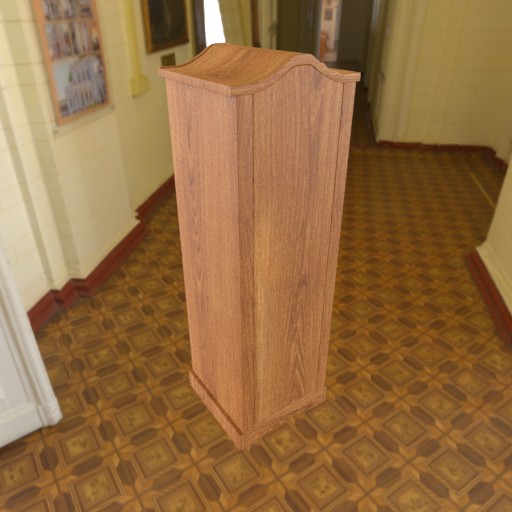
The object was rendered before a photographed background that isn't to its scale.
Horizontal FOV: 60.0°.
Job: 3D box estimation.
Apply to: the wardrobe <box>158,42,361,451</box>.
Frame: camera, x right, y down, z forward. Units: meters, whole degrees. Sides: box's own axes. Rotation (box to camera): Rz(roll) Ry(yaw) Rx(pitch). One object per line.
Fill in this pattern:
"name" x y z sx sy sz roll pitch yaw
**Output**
"wardrobe" 0.000 0.000 2.187 0.590 1.870 0.570 -19 35 -30
